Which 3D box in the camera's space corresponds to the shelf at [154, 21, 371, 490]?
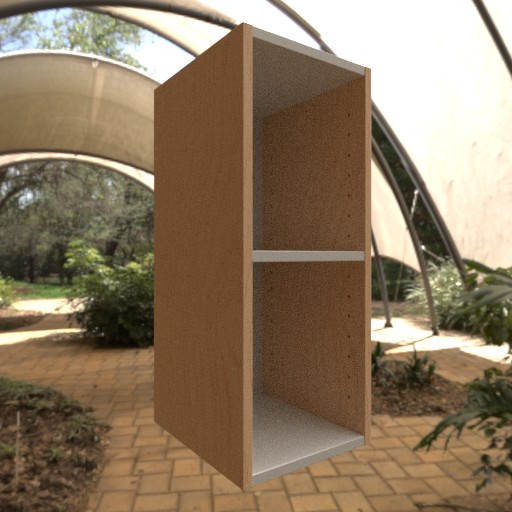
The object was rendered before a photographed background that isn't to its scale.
[{"bbox_3d":[0.000,0.000,0.756,0.250,0.600,0.290,0,0,-36],"label":"shelf"}]
